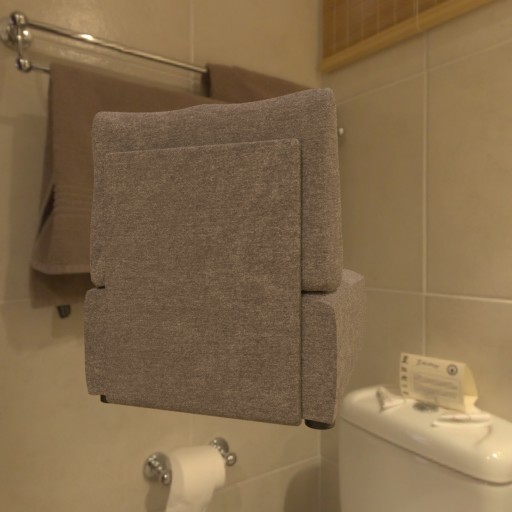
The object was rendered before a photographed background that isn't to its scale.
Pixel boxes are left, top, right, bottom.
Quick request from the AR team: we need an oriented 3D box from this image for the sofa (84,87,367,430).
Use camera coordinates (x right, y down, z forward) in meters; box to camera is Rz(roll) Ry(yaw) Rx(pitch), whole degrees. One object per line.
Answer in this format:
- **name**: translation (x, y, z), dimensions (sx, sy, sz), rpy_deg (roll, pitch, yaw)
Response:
- **sofa**: translation (0.000, 0.000, 1.576), dimensions (0.700, 0.820, 1.000), rpy_deg (0, 1, 18)
